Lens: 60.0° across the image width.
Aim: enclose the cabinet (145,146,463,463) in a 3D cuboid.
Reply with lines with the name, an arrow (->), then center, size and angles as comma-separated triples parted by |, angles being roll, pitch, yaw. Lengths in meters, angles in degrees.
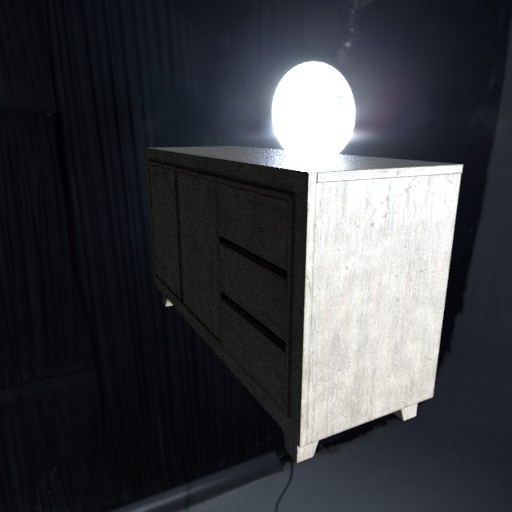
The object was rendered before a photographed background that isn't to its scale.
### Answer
cabinet -> 0.000, 0.000, 1.828 | 0.511, 0.825, 1.460 | -8, 18, -26
